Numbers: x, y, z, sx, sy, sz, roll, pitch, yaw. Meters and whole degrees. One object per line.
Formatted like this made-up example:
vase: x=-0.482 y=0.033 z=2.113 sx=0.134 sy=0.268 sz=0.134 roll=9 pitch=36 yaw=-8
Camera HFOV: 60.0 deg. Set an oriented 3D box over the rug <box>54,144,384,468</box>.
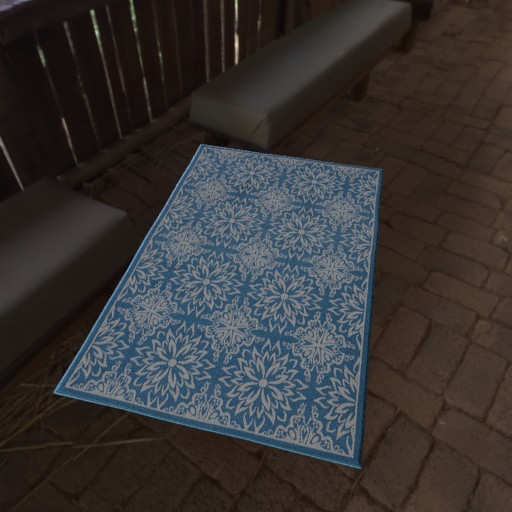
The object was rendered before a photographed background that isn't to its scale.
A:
rug: x=0.000 y=0.000 z=3.434 sx=1.830 sy=0.018 sz=2.769 roll=10 pitch=47 yaw=9
